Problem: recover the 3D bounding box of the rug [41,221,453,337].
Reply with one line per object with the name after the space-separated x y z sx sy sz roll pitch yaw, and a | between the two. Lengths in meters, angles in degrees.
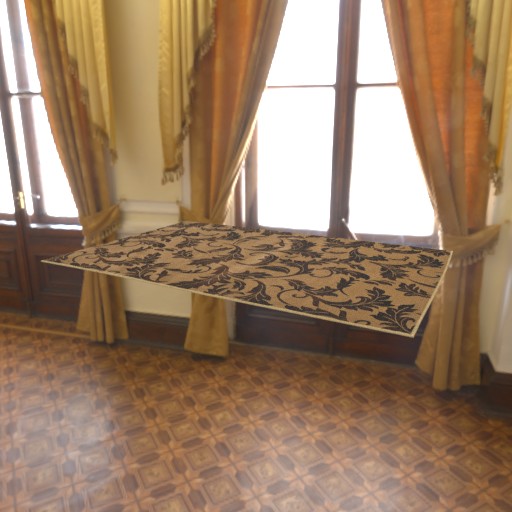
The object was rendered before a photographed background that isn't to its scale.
0.000 0.000 2.926 2.284 0.008 1.522 8 18 27 | rug
